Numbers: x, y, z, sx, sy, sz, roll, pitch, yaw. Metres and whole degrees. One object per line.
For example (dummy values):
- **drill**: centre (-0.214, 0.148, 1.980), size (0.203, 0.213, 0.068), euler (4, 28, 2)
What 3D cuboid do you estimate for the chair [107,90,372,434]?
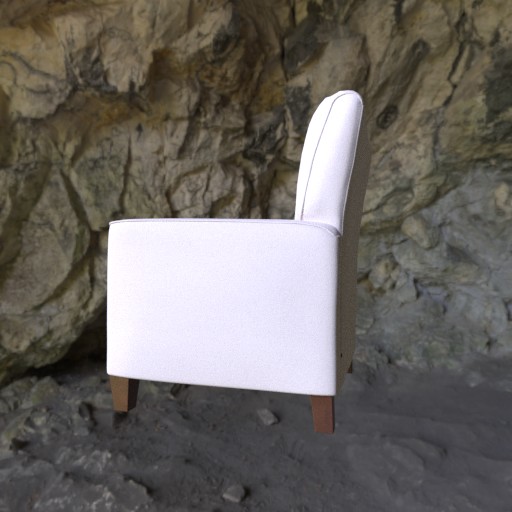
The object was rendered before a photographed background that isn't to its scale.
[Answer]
- **chair**: centre (0.000, 0.000, 1.723), size (0.858, 1.028, 0.841), euler (0, -1, 16)
